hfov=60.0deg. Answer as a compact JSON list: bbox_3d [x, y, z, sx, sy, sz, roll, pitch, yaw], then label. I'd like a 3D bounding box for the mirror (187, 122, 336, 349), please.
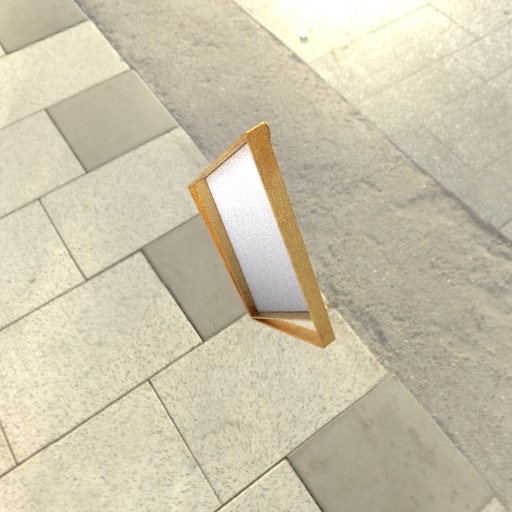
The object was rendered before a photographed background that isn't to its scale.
[{"bbox_3d":[0.000,0.000,0.830,0.032,0.679,0.419,-34,68,-16],"label":"mirror"}]
